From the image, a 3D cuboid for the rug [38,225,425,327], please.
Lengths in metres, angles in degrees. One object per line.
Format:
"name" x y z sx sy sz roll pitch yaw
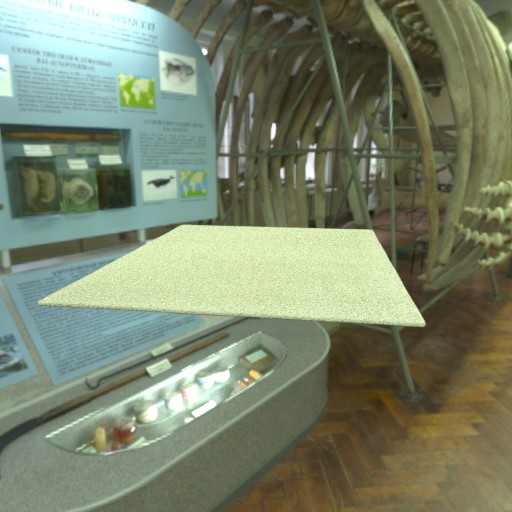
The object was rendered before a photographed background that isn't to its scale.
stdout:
"rug" 0.000 0.000 4.169 2.438 0.029 3.047 2 14 8
